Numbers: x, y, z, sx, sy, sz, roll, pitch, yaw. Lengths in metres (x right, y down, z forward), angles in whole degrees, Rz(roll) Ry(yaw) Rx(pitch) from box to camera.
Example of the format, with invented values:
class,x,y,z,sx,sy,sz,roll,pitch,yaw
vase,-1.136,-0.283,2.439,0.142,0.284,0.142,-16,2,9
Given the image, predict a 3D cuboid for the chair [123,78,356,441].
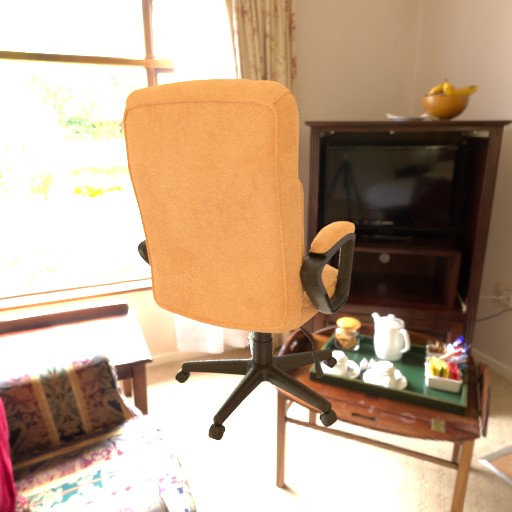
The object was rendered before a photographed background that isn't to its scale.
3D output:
class,x,y,z,sx,sy,sz,roll,pitch,yaw
chair,0.000,0.000,1.561,0.667,1.105,0.724,8,17,26
